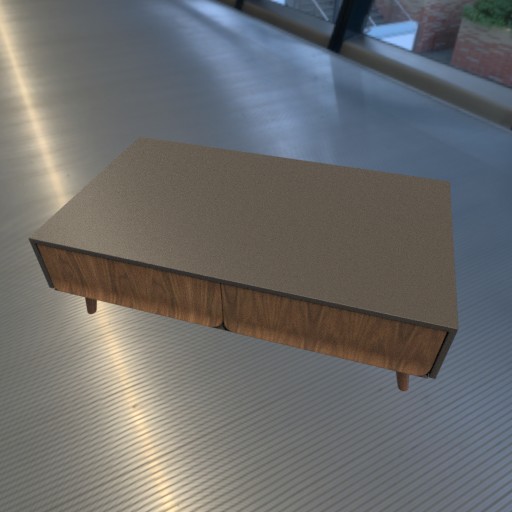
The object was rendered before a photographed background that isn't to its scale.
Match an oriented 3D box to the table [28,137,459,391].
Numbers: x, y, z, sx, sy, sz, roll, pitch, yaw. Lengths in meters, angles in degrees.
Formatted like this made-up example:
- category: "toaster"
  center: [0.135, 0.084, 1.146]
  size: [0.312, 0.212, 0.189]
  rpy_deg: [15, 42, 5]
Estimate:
- category: "table"
  center: [0.000, 0.000, 1.553]
  size: [1.201, 0.404, 0.703]
  rpy_deg: [11, 42, 13]
